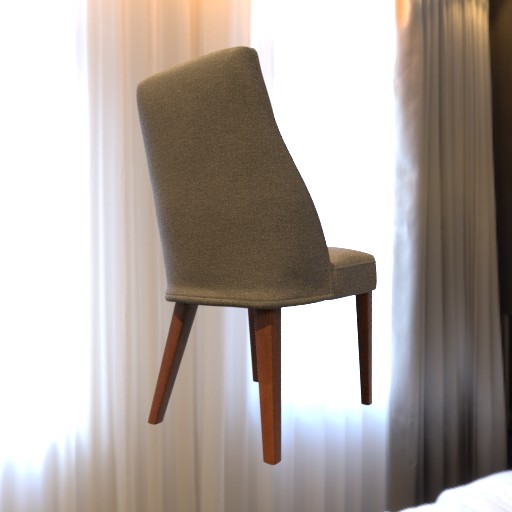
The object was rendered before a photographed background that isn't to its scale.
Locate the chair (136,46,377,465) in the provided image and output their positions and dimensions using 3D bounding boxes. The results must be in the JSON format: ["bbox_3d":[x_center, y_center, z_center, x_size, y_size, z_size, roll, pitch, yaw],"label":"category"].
[{"bbox_3d":[0.000,0.000,1.280,0.500,0.930,0.620,0,0,37],"label":"chair"}]
